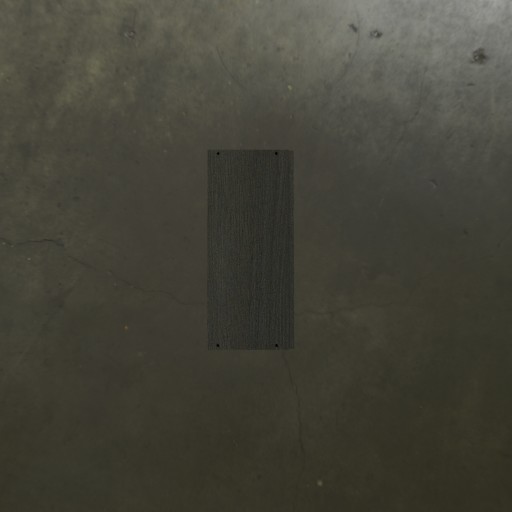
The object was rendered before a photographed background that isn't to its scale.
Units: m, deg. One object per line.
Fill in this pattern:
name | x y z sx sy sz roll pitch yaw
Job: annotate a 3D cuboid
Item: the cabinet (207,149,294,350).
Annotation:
cabinet | 0.000 0.000 2.002 0.230 1.790 0.500 0 89 0
